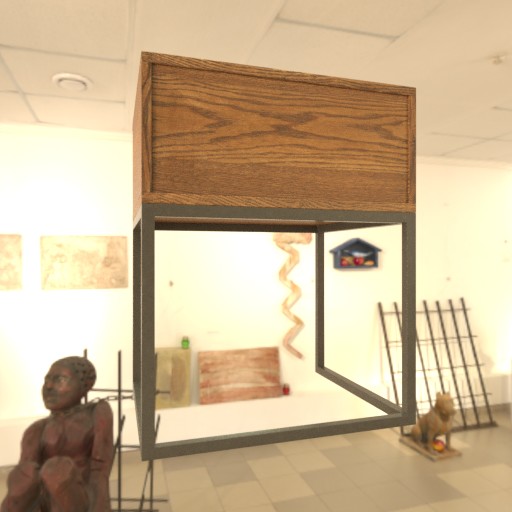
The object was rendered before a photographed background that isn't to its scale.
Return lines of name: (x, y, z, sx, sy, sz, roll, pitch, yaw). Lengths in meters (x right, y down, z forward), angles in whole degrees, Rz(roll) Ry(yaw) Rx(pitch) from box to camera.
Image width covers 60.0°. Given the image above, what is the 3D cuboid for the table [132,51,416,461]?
table: (0.000, 0.000, 0.920, 0.482, 0.610, 0.400, 0, 0, -17)
